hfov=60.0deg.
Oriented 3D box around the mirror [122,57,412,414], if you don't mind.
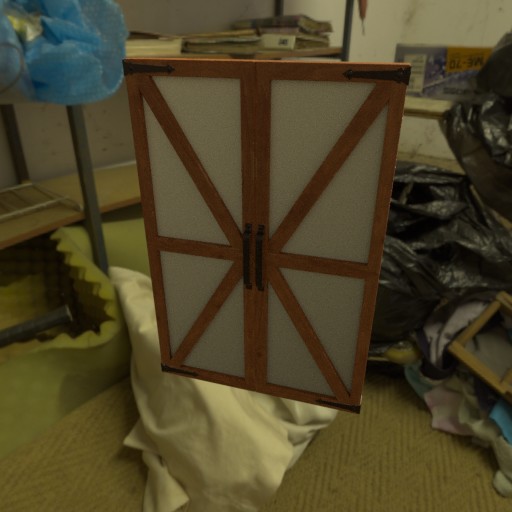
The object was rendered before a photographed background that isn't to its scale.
[{"bbox_3d":[0.000,0.000,0.943,0.517,0.761,0.053,8,28,15],"label":"mirror"}]
